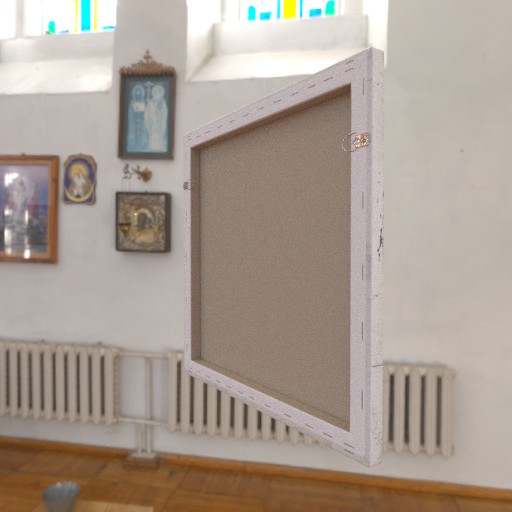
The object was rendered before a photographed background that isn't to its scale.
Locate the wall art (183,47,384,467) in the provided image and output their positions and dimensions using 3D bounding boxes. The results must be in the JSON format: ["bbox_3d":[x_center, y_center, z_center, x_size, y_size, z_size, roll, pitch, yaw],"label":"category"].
[{"bbox_3d":[0.000,0.000,1.115,0.038,0.762,0.762,-1,1,-35],"label":"wall art"}]
